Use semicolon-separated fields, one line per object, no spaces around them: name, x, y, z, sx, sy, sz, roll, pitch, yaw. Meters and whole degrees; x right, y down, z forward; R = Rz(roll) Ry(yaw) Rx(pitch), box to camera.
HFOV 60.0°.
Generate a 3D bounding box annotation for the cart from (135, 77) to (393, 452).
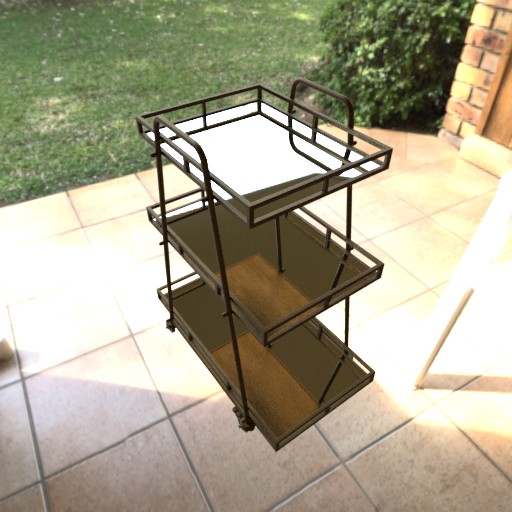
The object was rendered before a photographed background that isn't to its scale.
cart;0.000;0.000;1.272;0.441;0.883;0.711;-25;47;-26
